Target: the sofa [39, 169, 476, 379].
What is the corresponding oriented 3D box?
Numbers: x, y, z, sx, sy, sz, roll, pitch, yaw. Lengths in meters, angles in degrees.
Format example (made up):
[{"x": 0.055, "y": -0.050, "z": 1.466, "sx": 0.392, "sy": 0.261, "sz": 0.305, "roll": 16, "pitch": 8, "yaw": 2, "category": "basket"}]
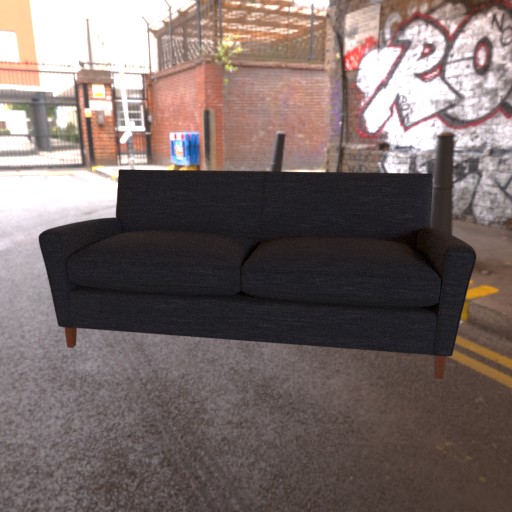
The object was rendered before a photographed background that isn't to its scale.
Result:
[{"x": 0.000, "y": 0.000, "z": 2.408, "sx": 1.976, "sy": 0.846, "sz": 0.875, "roll": 3, "pitch": 16, "yaw": 9, "category": "sofa"}]
